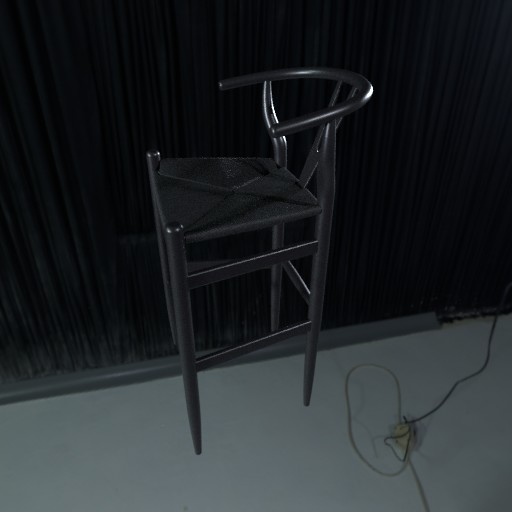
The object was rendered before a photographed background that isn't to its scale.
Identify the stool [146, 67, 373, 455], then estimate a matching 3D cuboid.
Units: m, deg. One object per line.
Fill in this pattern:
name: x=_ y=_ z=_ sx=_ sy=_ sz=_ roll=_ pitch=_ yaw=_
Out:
stool: x=0.000 y=0.000 z=1.416 sx=0.579 sy=1.072 sz=0.569 roll=-9 pitch=33 yaw=-14
